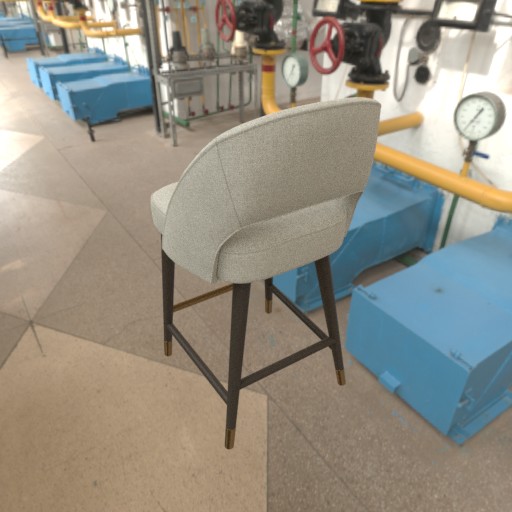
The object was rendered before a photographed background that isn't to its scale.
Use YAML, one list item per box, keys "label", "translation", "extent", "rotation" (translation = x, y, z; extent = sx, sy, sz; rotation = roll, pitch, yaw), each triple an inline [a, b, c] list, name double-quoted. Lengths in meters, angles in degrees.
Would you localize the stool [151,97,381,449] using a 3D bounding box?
- label: "stool"
  translation: [0.000, 0.000, 1.244]
  extent: [0.494, 0.940, 0.509]
  rotation: [-19, 37, -27]
